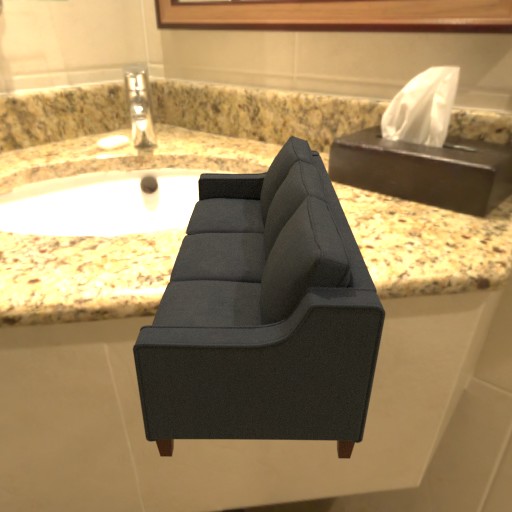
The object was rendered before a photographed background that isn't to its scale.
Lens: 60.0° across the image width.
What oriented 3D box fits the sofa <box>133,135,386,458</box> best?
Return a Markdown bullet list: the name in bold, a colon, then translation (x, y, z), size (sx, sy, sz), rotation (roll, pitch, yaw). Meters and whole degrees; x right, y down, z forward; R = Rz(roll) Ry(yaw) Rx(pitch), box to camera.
- **sofa**: translation (0.000, 0.000, 2.539), size (0.911, 0.974, 1.986), rotation (0, 28, 1)
